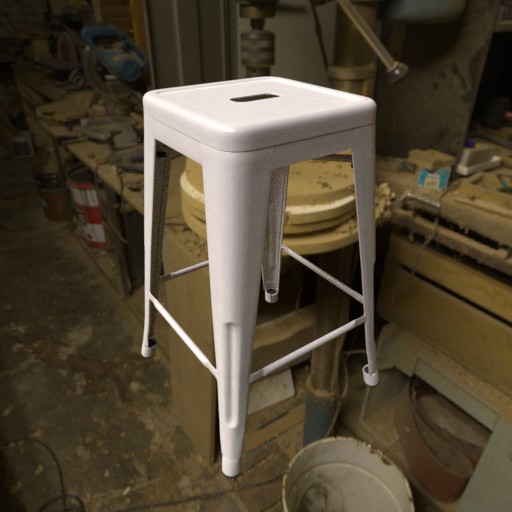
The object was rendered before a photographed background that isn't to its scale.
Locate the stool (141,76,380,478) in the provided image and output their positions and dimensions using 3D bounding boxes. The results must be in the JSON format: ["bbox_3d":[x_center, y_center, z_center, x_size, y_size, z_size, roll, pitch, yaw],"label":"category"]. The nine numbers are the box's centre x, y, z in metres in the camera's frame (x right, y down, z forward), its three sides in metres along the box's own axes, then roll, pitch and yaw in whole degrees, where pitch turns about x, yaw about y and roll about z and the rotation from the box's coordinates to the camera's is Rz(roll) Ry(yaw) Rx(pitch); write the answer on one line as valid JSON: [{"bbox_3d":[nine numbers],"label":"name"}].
[{"bbox_3d":[0.000,0.000,0.877,0.406,0.610,0.406,-20,37,-30],"label":"stool"}]
